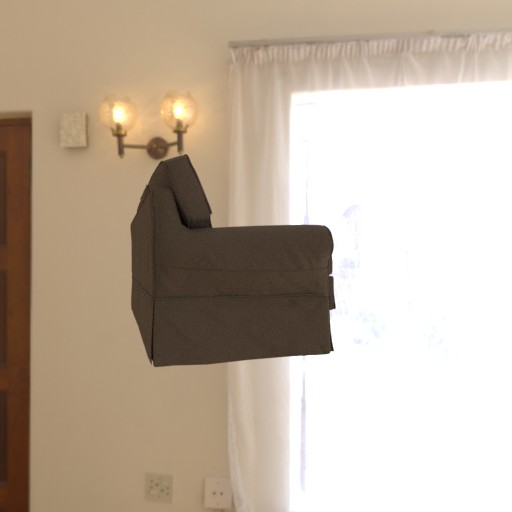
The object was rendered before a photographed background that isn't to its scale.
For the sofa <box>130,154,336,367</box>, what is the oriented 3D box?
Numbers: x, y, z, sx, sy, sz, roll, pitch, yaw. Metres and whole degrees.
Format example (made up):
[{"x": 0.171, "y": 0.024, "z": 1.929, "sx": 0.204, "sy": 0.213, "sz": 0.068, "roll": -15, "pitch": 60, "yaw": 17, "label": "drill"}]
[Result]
[{"x": 0.000, "y": 0.000, "z": 3.324, "sx": 1.733, "sy": 0.978, "sz": 2.475, "roll": 0, "pitch": 0, "yaw": -18, "label": "sofa"}]
